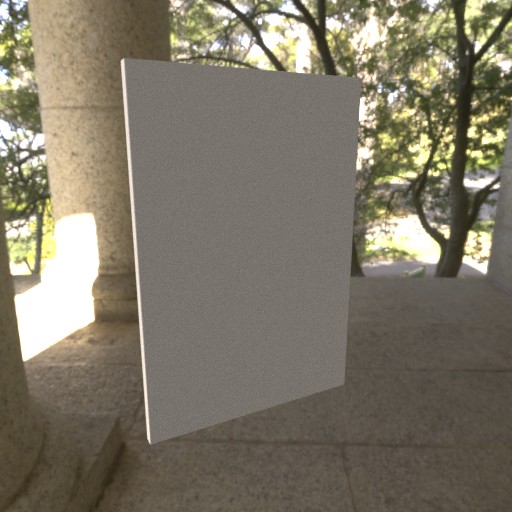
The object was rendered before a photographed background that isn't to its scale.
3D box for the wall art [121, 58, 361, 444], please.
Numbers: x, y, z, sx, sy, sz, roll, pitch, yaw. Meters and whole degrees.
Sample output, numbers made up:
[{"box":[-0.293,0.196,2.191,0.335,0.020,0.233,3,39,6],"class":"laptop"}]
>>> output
[{"box":[0.000,0.000,1.040,0.556,0.813,0.026,-8,16,-27],"class":"wall art"}]
